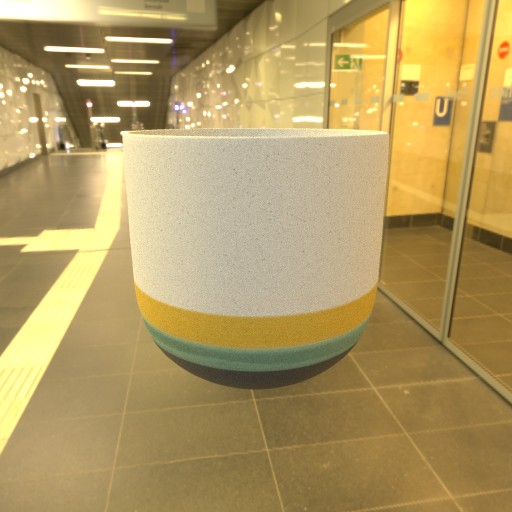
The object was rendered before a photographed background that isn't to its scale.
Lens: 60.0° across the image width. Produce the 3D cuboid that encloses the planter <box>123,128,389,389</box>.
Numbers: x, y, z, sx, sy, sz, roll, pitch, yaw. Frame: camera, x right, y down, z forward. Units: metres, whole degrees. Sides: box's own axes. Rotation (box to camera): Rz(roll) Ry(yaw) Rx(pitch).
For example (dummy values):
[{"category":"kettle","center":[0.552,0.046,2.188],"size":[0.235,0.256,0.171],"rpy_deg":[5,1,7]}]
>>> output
[{"category":"planter","center":[0.000,0.000,0.499],"size":[0.268,0.270,0.268],"rpy_deg":[0,17,0]}]
